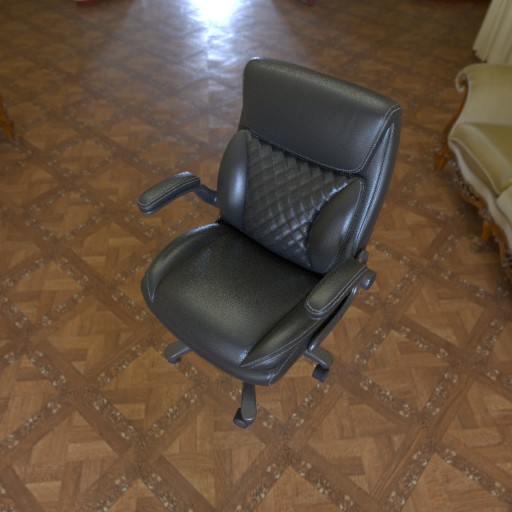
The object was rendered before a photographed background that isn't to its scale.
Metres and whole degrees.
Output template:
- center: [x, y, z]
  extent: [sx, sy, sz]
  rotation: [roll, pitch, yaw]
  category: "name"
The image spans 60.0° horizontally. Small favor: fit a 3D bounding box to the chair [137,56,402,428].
- center: [0.000, 0.000, 1.580]
  extent: [0.782, 1.110, 0.724]
  rotation: [30, 54, 26]
  category: "chair"
